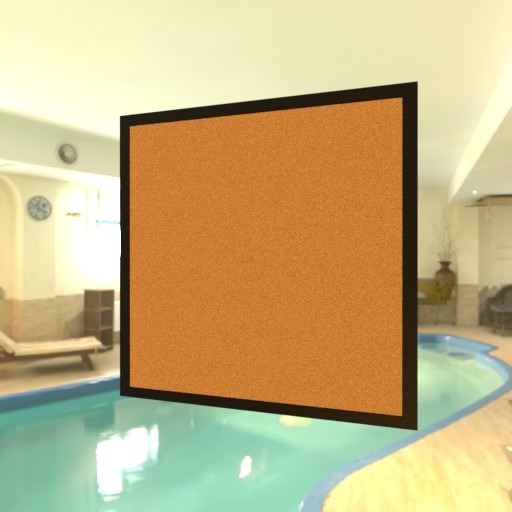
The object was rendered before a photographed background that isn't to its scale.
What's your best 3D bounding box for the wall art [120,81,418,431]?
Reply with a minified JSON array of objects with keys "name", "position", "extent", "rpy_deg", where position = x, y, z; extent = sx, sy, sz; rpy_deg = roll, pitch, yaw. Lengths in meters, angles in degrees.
[{"name":"wall art","position":[0.000,0.000,0.739],"extent":[0.506,0.506,0.038],"rpy_deg":[0,0,18]}]
